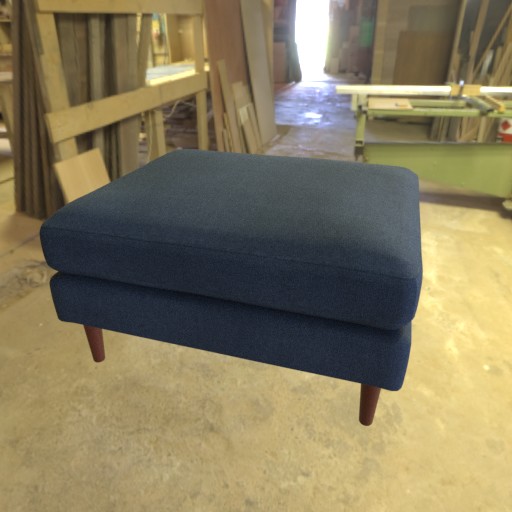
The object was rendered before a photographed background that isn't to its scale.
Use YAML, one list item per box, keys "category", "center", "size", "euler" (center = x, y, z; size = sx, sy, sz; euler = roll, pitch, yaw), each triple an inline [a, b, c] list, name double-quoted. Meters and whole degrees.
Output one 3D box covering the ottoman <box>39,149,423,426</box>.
- category: "ottoman"
  center: [0.000, 0.000, 1.231]
  size: [0.821, 0.474, 0.693]
  euler: [8, 28, 16]
